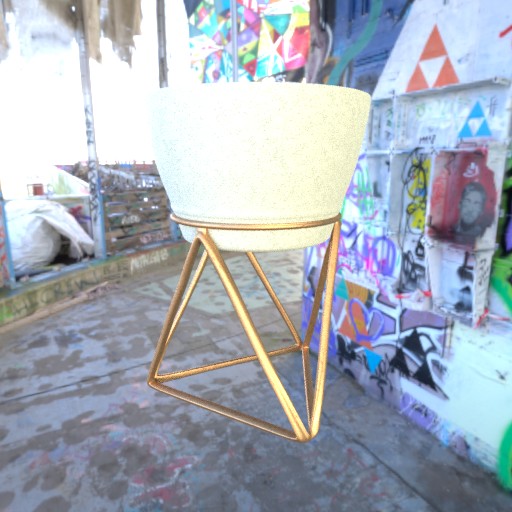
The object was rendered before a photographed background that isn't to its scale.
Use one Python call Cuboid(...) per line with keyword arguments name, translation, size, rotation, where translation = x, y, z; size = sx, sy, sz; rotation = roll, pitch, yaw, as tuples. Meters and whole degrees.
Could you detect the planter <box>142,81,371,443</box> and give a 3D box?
Cuboid(name="planter", translation=(0.000, 0.000, 0.751), size=(0.350, 0.504, 0.350), rotation=(-6, 14, -26))
